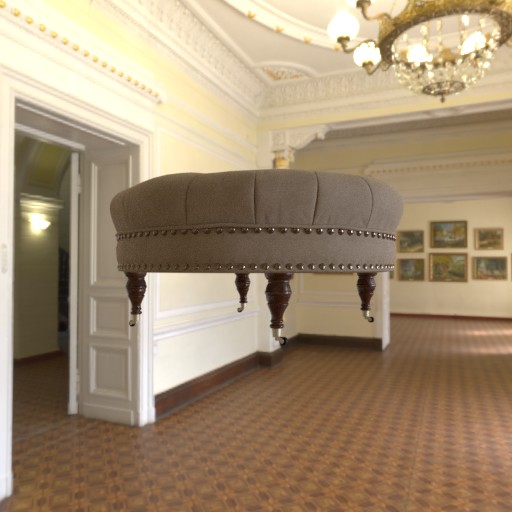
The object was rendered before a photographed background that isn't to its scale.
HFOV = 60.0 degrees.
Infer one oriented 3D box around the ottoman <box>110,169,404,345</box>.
[{"bbox_3d":[0.000,0.000,1.420,0.901,0.439,0.901,0,-1,0],"label":"ottoman"}]
